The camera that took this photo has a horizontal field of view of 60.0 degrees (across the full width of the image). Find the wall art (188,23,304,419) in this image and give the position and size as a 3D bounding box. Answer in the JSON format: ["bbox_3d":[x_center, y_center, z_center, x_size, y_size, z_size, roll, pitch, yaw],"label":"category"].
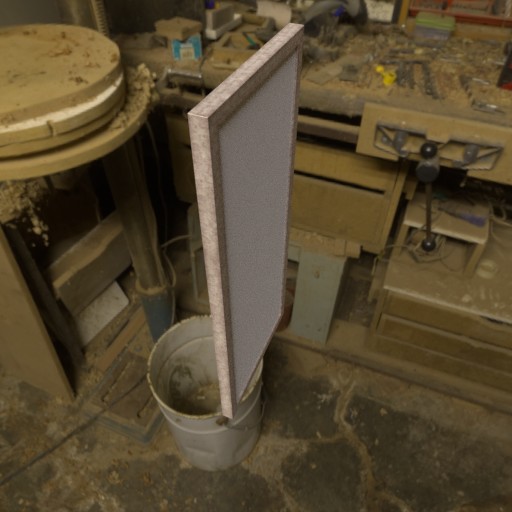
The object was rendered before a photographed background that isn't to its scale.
[{"bbox_3d":[0.000,0.000,1.693,0.051,1.461,0.648,17,47,16],"label":"wall art"}]
